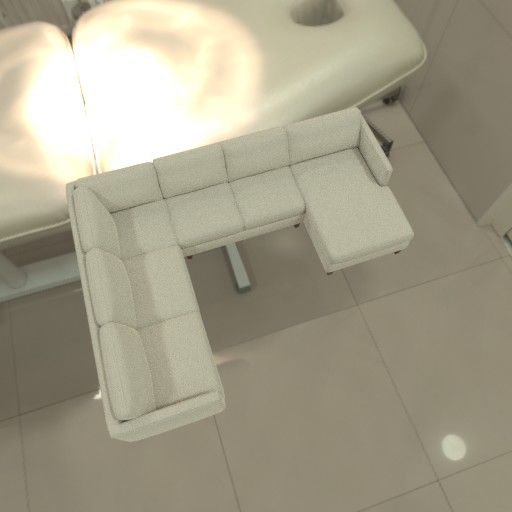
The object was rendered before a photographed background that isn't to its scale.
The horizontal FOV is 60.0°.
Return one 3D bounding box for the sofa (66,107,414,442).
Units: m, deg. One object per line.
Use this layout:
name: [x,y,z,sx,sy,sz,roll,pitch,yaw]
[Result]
sofa: [0.000,0.000,4.384,3.238,0.853,2.551,-17,65,-8]
